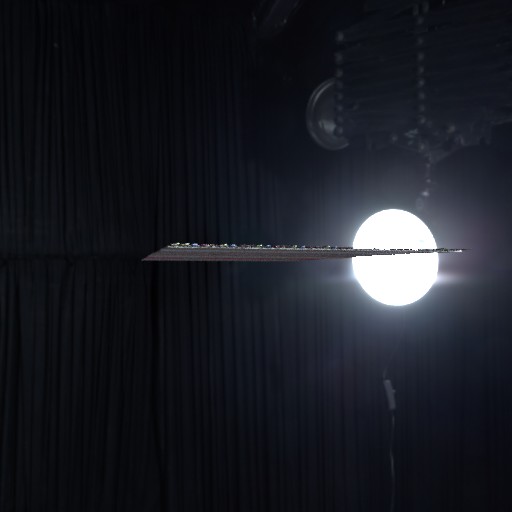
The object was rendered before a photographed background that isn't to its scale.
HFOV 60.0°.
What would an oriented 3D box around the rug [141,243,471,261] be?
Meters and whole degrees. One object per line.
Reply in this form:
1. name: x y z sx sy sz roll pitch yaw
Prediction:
1. rug: 0.000 0.000 2.293 1.084 0.013 1.849 1 -2 -17
